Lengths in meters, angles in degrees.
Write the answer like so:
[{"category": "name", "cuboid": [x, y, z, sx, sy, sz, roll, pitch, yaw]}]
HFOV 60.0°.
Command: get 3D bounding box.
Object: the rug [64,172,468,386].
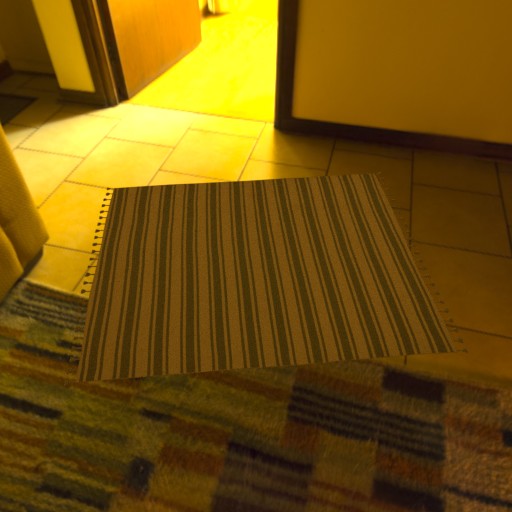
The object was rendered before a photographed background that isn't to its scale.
[{"category": "rug", "cuboid": [0.000, 0.000, 4.273, 3.201, 0.005, 2.439, -4, 46, -4]}]
